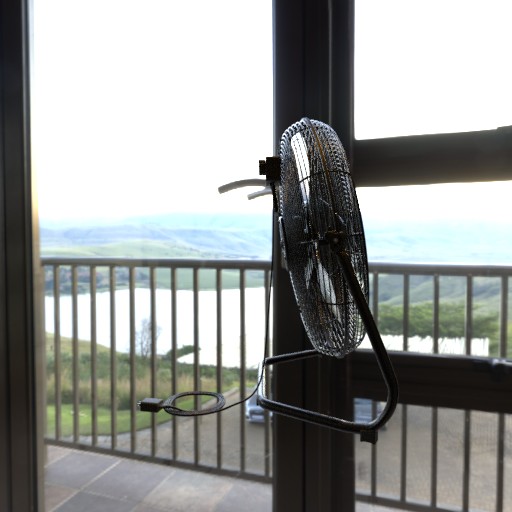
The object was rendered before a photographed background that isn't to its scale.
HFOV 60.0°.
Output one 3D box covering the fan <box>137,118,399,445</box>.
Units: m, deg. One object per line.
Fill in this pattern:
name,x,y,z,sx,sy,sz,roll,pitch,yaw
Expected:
fan,0.000,0.000,0.914,0.424,0.546,0.555,0,2,1
